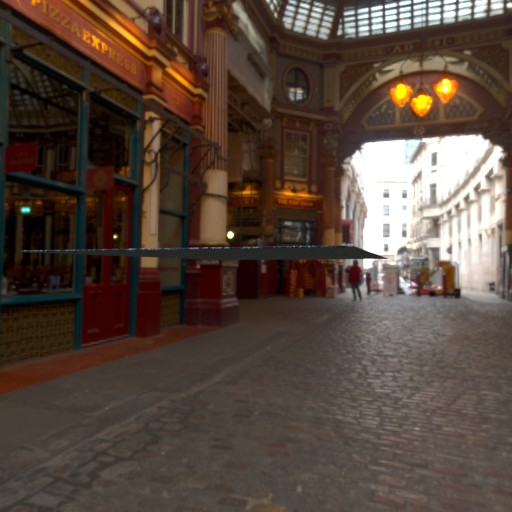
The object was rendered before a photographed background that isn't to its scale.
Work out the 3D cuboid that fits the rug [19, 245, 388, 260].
[{"bbox_3d":[0.000,0.000,2.297,1.219,0.005,1.828,-1,-2,19],"label":"rug"}]
